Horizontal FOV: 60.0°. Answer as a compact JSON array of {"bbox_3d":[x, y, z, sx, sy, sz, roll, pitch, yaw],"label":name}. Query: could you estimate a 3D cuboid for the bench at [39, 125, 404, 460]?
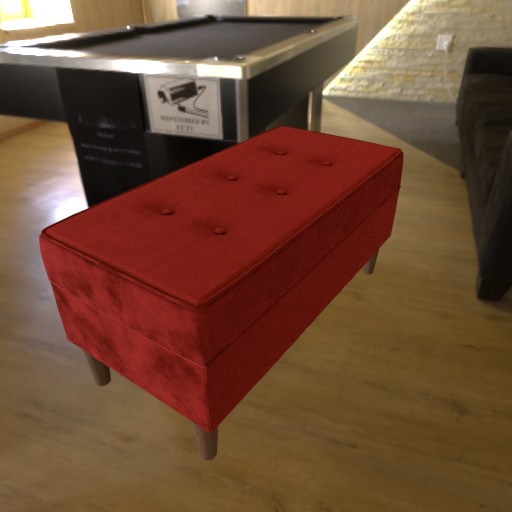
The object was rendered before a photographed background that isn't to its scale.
[{"bbox_3d":[0.000,0.000,1.308,0.492,0.471,1.016,21,38,29],"label":"bench"}]
